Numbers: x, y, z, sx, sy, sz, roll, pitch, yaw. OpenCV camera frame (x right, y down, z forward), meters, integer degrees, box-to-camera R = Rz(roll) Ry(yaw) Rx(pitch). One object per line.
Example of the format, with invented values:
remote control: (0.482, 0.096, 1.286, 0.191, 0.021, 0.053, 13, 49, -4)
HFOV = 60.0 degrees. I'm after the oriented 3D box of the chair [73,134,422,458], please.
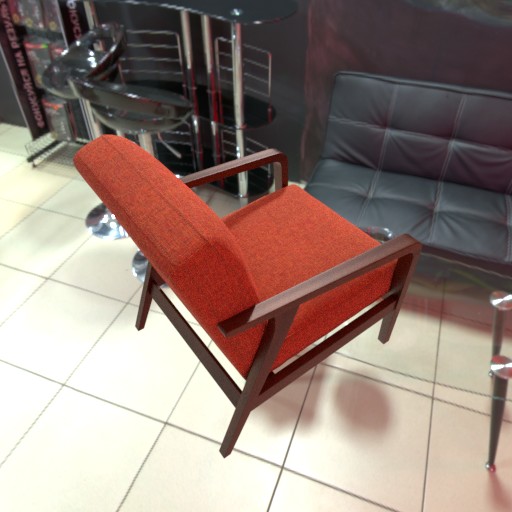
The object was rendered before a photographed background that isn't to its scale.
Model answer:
chair: (0.000, 0.000, 1.501, 0.860, 0.890, 0.719, -26, 49, -26)
